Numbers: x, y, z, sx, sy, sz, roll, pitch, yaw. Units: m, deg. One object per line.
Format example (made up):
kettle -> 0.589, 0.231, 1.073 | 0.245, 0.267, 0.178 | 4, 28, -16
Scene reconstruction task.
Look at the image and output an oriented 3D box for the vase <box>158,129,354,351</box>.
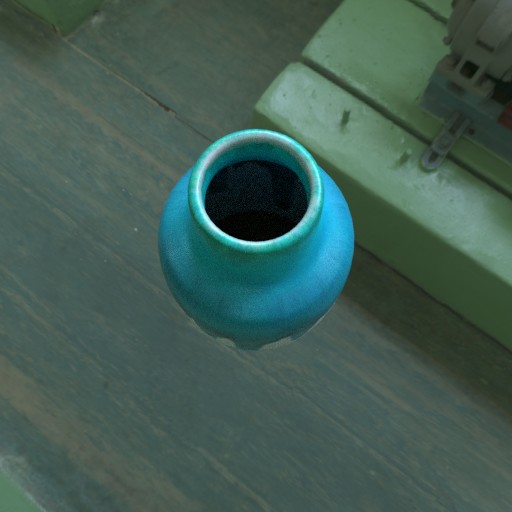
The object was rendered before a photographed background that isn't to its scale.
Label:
vase -> 0.000, 0.000, 0.262 | 0.106, 0.192, 0.106 | 0, 74, 0
